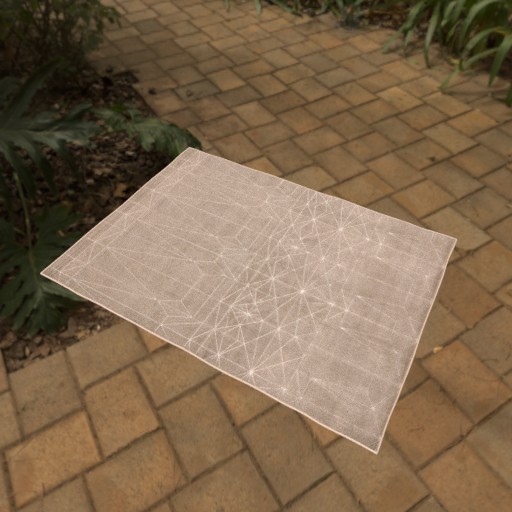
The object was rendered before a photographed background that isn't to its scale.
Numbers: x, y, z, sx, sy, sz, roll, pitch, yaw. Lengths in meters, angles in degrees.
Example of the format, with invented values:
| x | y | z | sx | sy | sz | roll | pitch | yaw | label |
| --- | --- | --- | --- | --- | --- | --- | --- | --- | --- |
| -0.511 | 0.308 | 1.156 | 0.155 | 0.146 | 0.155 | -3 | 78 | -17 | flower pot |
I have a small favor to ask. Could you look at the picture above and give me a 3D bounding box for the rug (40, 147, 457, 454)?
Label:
| x | y | z | sx | sy | sz | roll | pitch | yaw | label |
| --- | --- | --- | --- | --- | --- | --- | --- | --- | --- |
| 0.000 | 0.000 | 4.377 | 3.357 | 0.019 | 2.449 | 23 | 51 | 20 | rug |
